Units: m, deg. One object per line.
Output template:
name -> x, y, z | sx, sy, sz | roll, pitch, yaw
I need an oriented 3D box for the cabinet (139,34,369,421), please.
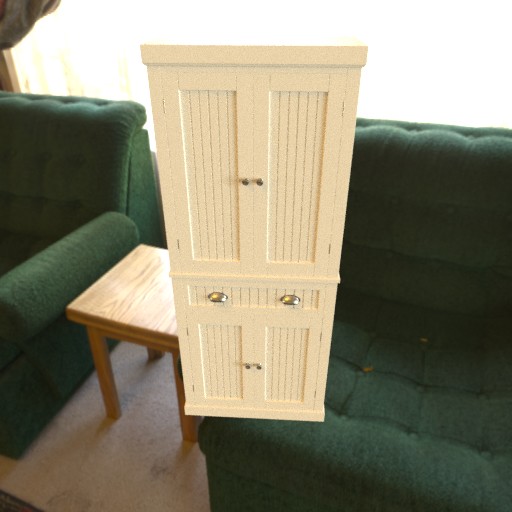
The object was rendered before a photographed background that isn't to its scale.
cabinet -> 0.000, 0.000, 2.078 | 0.754, 1.829, 0.390 | 2, 31, 3
